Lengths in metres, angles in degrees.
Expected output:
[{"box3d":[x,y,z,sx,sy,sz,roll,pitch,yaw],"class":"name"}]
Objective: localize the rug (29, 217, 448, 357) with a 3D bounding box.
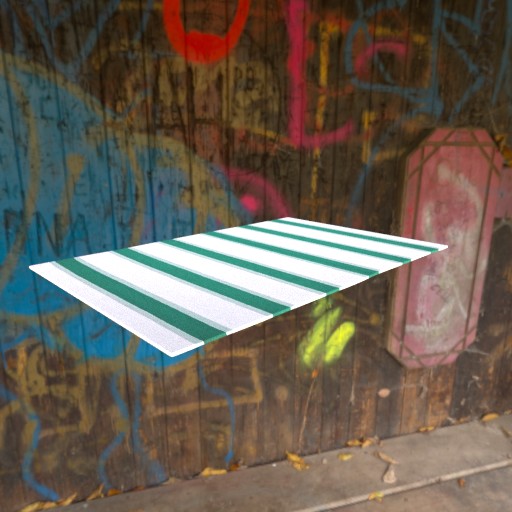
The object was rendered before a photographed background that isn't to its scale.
[{"box3d":[0.000,0.000,2.295,1.829,0.012,1.210,-14,21,-42],"class":"rug"}]
